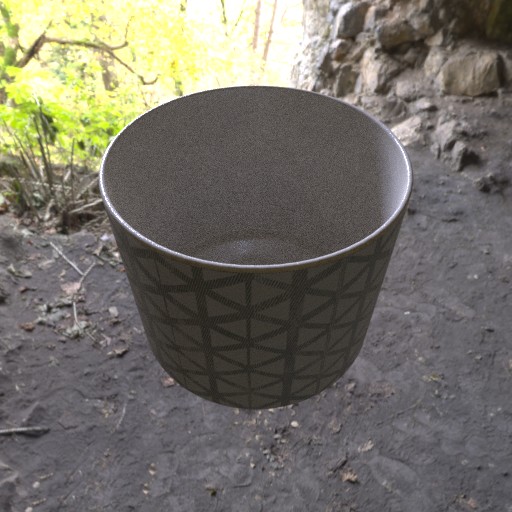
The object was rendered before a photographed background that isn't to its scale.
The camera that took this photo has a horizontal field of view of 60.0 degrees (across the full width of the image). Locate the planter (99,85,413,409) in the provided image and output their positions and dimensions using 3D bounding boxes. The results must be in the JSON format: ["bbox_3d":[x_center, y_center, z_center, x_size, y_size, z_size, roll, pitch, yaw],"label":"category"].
[{"bbox_3d":[0.000,0.000,0.340,0.190,0.181,0.190,0,47,0],"label":"planter"}]
